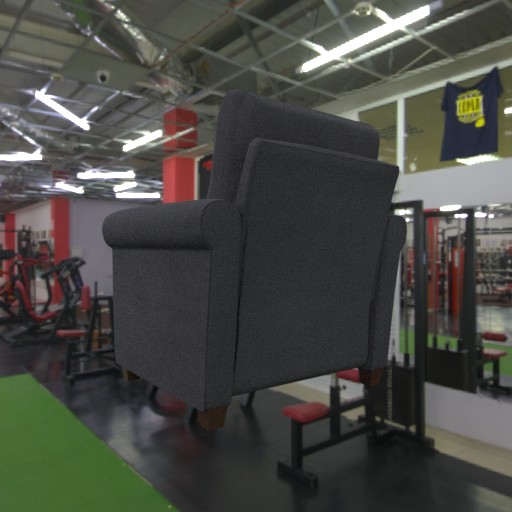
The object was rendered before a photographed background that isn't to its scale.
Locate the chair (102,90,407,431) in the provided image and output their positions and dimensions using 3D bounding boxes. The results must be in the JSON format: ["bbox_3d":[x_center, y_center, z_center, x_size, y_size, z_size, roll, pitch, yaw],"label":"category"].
[{"bbox_3d":[0.000,0.000,1.629,0.867,0.942,0.828,0,0,-37],"label":"chair"}]
